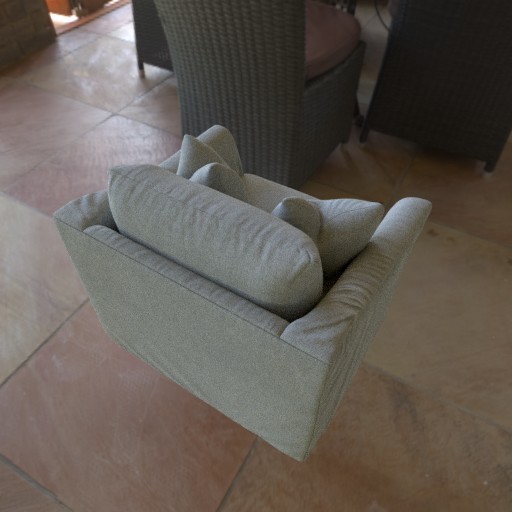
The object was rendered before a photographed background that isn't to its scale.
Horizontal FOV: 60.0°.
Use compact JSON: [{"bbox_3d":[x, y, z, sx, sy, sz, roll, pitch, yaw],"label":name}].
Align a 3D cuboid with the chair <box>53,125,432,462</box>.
[{"bbox_3d":[0.000,0.000,2.009,1.194,1.059,1.071,25,52,21],"label":"chair"}]
